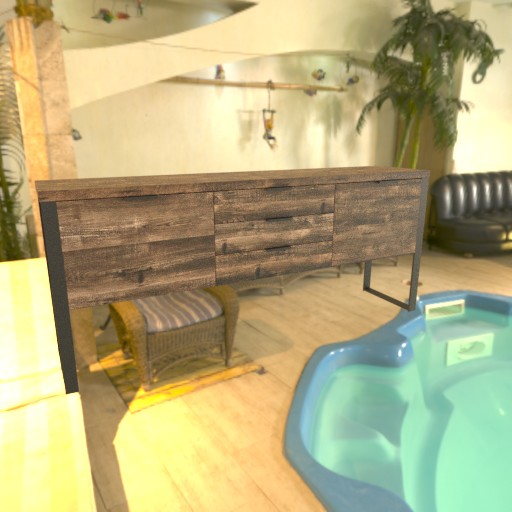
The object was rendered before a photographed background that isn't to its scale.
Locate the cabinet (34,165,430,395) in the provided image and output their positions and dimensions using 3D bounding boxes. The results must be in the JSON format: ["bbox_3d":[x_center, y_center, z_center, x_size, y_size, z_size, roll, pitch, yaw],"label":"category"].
[{"bbox_3d":[0.000,0.000,2.112,1.800,0.762,0.395,-8,17,-26],"label":"cabinet"}]
